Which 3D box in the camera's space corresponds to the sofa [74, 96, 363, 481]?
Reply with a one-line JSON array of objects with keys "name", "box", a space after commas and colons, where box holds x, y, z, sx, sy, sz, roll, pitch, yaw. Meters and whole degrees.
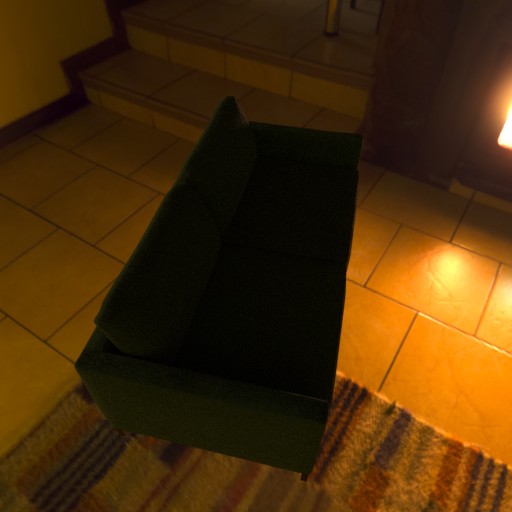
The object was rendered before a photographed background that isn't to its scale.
[{"name": "sofa", "box": [0.000, 0.000, 2.099, 0.875, 0.817, 1.676, 10, 48, 9]}]
